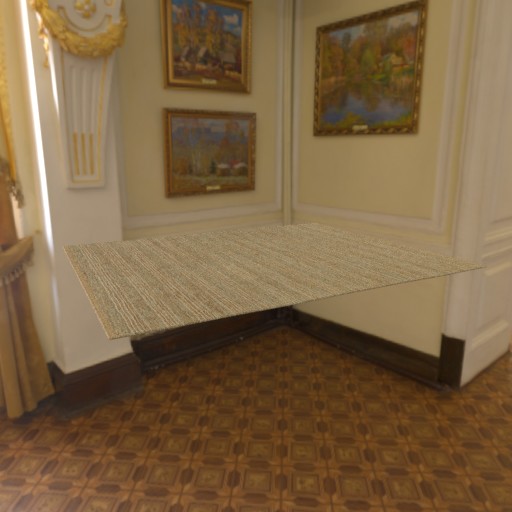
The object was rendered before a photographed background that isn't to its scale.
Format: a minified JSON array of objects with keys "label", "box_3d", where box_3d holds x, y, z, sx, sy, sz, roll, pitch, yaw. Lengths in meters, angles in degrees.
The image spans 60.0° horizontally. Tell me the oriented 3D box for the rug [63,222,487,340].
[{"label":"rug","box_3d":[0.000,0.000,4.035,3.034,0.012,2.471,-7,16,-27]}]
